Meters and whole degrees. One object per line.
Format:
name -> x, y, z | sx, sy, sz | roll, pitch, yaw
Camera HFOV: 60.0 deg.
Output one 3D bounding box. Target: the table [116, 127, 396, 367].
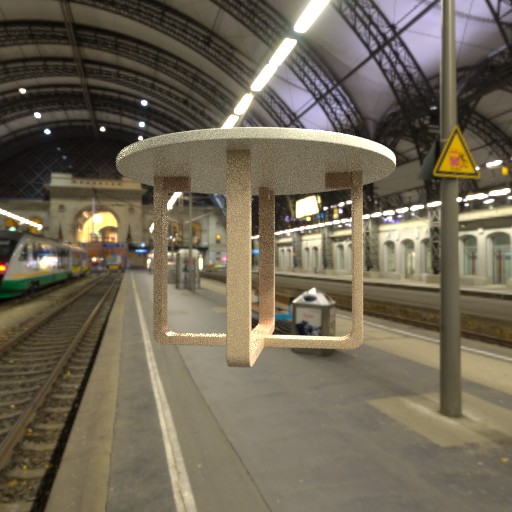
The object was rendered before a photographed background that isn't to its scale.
table -> 0.000, 0.000, 0.996 | 0.600, 0.400, 0.600 | 0, -1, 0
